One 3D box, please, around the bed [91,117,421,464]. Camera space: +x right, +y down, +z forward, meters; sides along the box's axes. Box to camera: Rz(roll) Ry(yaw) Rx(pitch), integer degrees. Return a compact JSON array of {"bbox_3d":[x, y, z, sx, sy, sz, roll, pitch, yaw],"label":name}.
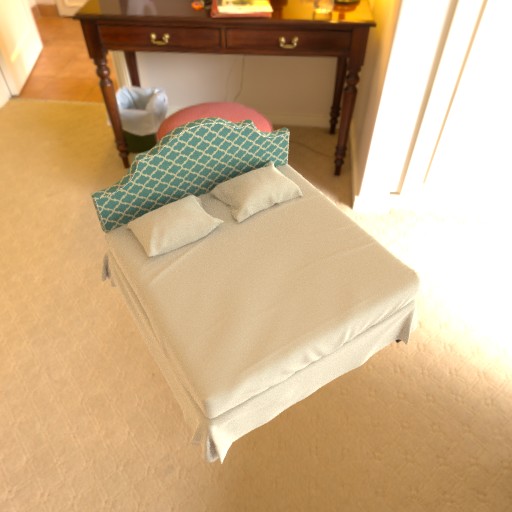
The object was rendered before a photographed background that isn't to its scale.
[{"bbox_3d":[0.000,0.000,3.757,2.314,1.601,2.222,-25,51,-22],"label":"bed"}]
